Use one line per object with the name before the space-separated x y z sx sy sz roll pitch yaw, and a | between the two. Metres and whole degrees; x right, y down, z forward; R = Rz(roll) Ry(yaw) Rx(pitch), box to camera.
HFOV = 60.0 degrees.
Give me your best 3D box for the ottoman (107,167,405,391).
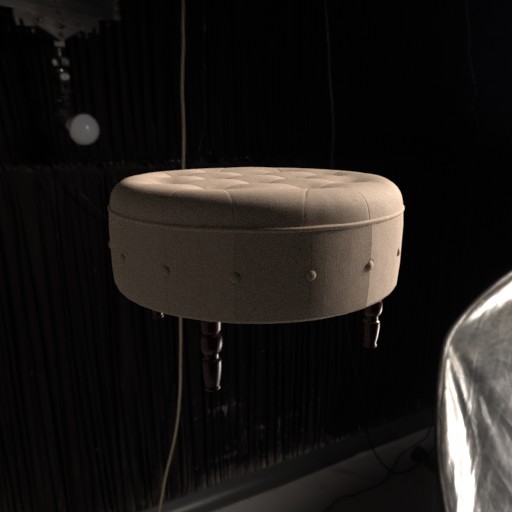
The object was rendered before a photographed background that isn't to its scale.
ottoman | 0.000 0.000 1.372 0.848 0.494 0.848 0 15 0
